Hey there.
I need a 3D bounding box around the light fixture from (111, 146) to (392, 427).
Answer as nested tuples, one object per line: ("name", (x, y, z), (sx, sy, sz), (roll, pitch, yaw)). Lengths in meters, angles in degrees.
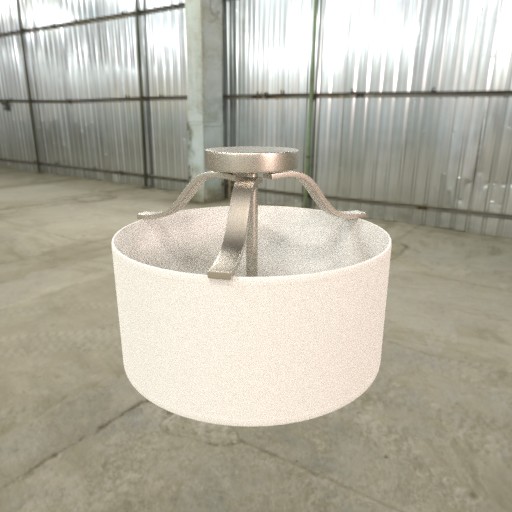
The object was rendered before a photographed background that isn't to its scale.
("light fixture", (0.000, 0.000, 0.645), (0.395, 0.304, 0.395), (0, 17, 0))
